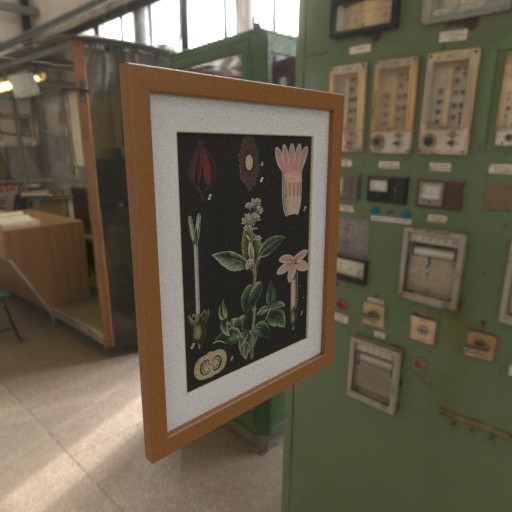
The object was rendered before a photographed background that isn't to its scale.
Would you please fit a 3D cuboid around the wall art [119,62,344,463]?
[{"bbox_3d":[0.000,0.000,0.747,0.449,0.550,0.021,-13,19,-43],"label":"wall art"}]
